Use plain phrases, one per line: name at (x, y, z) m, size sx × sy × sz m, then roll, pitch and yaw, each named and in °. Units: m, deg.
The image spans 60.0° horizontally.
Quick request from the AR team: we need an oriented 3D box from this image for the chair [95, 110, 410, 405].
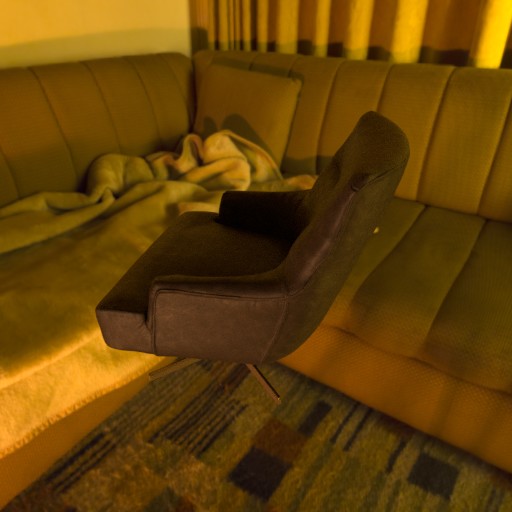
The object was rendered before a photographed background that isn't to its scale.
chair at (0.000, 0.000, 1.520) m, size 0.874 × 0.870 × 0.738 m, roll 7°, pitch 31°, yaw 12°
